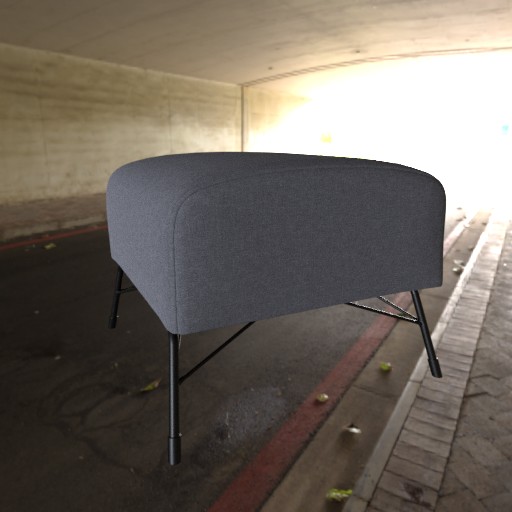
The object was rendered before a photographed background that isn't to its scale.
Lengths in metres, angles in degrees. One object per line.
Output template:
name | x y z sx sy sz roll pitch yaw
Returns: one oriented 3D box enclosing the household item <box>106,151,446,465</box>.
household item | 0.000 0.000 0.898 0.530 0.410 0.530 -7 16 -26
